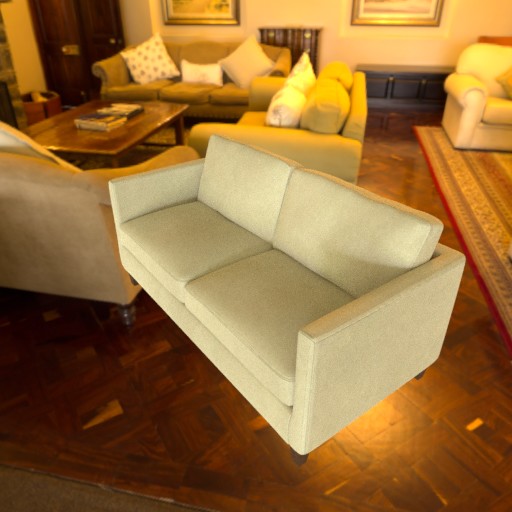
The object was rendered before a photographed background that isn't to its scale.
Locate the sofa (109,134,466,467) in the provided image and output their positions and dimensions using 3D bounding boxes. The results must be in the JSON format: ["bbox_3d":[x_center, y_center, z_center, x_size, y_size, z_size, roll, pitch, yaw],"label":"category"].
[{"bbox_3d":[0.000,0.000,2.434,0.950,0.940,1.846,-21,37,-31],"label":"sofa"}]
